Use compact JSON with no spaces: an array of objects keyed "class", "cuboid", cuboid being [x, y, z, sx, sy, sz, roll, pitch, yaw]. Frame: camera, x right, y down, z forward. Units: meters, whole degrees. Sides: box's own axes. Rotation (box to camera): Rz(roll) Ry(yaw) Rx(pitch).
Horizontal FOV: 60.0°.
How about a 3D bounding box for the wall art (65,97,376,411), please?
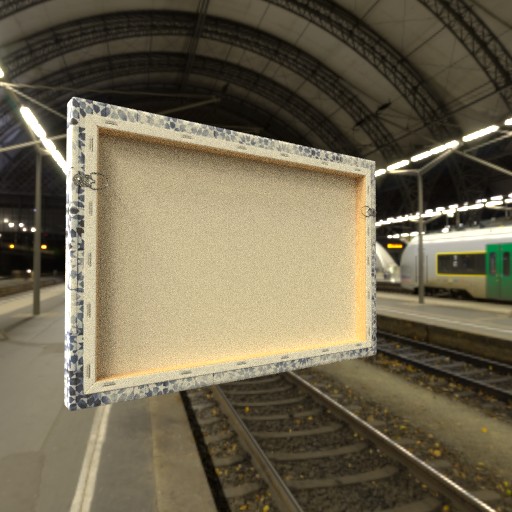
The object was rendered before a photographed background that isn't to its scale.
[{"class":"wall art","cuboid":[0.000,0.000,0.760,0.608,0.406,0.030,1,-2,-36]}]
